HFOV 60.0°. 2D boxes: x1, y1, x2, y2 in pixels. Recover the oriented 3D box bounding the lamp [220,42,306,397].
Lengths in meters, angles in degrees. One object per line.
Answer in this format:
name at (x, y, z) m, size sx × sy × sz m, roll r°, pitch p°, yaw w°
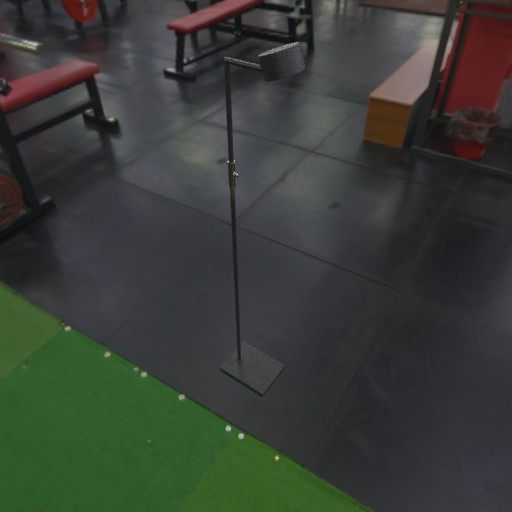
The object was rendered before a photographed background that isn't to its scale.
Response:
lamp at (0.000, 0.000, 1.737) m, size 0.304 × 1.600 × 0.203 m, roll 25°, pitch 47°, yaw 25°
